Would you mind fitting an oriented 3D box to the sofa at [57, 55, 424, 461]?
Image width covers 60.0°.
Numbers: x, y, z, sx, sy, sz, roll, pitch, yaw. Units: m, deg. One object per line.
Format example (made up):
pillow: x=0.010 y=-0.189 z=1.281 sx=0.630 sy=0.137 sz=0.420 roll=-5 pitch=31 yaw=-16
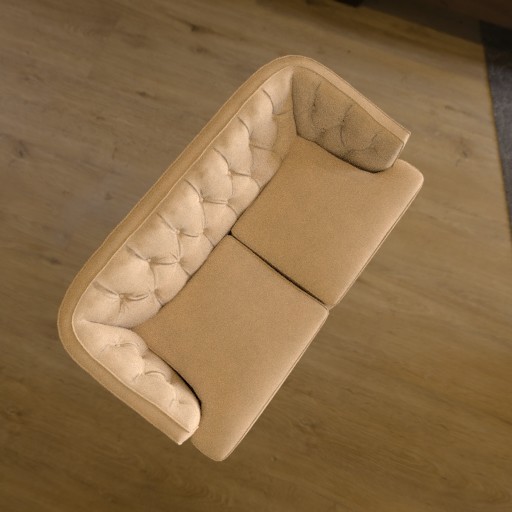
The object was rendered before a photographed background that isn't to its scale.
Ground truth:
sofa: x=0.000 y=0.000 z=2.216 sx=0.940 sy=0.878 sz=1.731 roll=36 pitch=79 yaw=9
